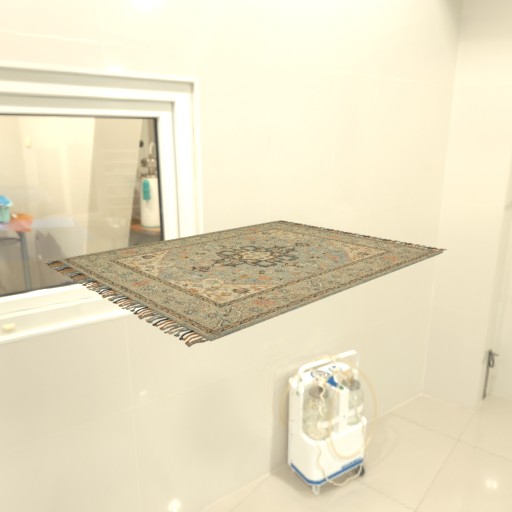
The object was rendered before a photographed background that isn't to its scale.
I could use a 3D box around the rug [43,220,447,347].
[{"bbox_3d":[0.000,0.000,2.327,1.730,0.009,1.278,-14,20,-42],"label":"rug"}]
